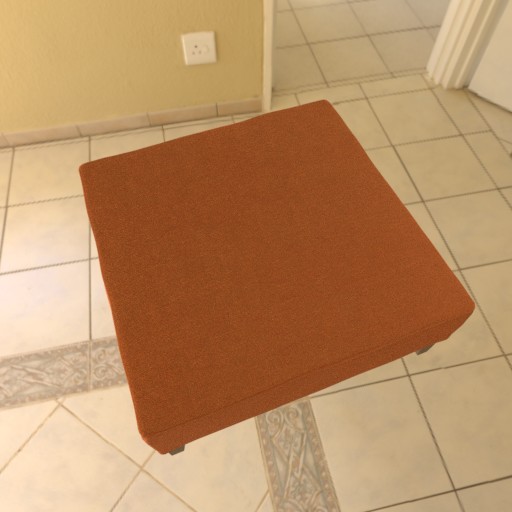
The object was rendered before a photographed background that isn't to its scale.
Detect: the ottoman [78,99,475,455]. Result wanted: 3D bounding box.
[{"bbox_3d":[0.000,0.000,1.555,0.997,0.438,0.999,-18,60,-11],"label":"ottoman"}]
